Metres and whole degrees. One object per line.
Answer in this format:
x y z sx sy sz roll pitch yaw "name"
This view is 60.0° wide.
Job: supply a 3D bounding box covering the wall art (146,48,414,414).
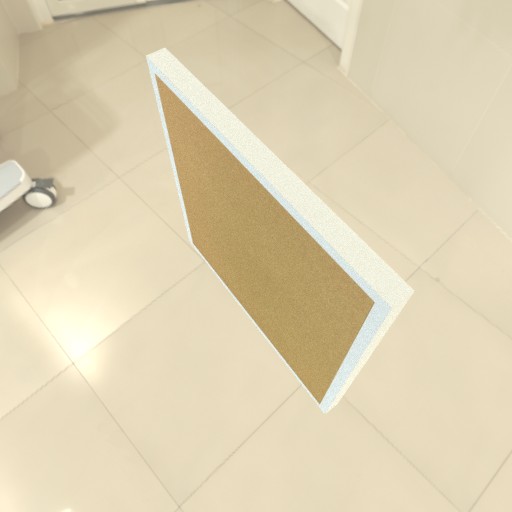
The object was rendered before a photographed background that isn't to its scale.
0.000 0.000 0.469 0.020 0.307 0.307 -32 64 -18 "wall art"
